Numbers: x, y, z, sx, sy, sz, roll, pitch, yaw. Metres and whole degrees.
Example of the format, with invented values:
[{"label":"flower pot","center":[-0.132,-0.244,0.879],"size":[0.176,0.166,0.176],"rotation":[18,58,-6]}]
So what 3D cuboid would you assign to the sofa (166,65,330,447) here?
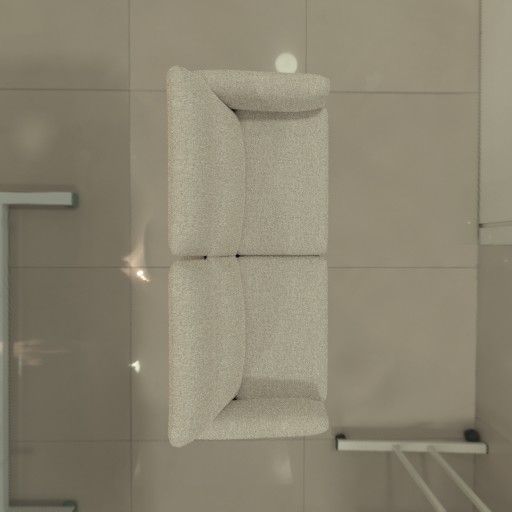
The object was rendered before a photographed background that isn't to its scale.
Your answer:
[{"label":"sofa","center":[0.000,0.000,2.522],"size":[0.856,0.956,2.015],"rotation":[0,91,-1]}]
